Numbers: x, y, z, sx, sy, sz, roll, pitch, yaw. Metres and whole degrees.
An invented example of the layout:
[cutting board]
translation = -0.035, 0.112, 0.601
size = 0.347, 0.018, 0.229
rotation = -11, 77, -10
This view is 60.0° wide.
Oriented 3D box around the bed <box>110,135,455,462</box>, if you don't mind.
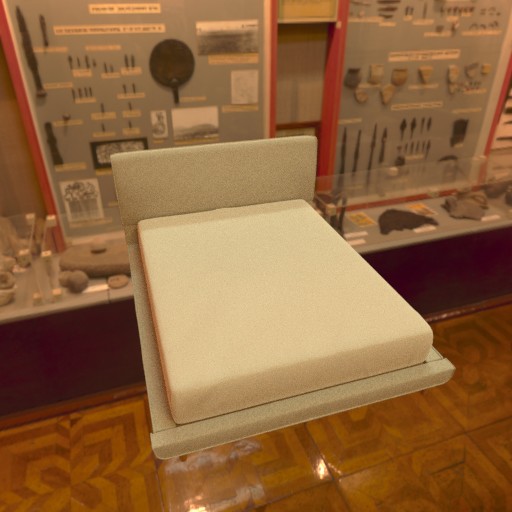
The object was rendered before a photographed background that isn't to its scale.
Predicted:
[bed]
translation = 0.000, 0.000, 3.510
size = 1.980, 1.126, 2.498
rotation = -9, 32, -15
